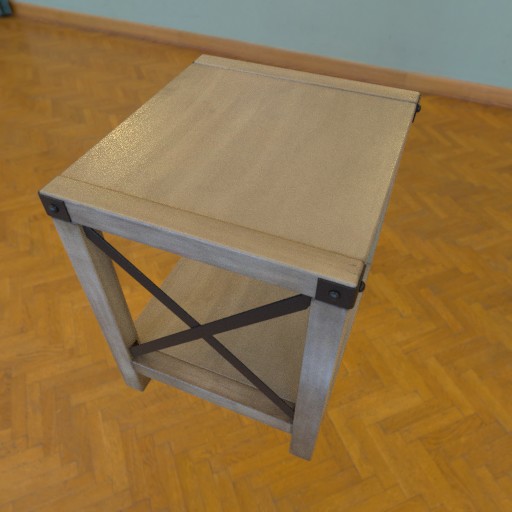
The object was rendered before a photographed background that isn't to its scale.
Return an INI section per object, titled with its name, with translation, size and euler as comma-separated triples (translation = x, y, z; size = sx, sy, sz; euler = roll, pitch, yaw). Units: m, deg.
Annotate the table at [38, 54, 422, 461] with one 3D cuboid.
[table]
translation = 0.000, 0.000, 0.905
size = 0.459, 0.561, 0.510
euler = 17, 49, 15
